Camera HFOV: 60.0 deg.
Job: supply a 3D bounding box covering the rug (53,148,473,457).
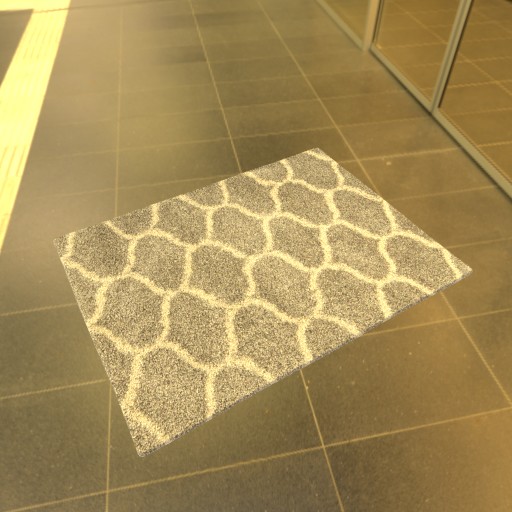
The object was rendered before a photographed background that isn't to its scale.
[{"bbox_3d":[0.000,0.000,2.094,1.600,0.025,1.200,-23,50,-21],"label":"rug"}]
